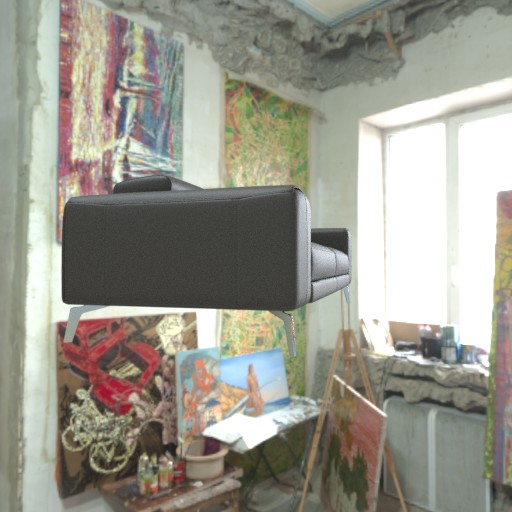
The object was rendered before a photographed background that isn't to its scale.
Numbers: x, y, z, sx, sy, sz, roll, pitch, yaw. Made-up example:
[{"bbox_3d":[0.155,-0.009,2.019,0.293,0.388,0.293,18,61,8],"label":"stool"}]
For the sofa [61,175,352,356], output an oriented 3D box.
[{"bbox_3d":[0.000,0.000,2.797,1.023,0.759,2.321,0,-1,17],"label":"sofa"}]
